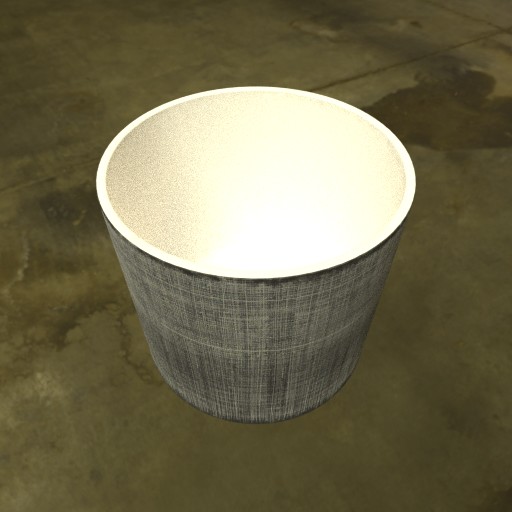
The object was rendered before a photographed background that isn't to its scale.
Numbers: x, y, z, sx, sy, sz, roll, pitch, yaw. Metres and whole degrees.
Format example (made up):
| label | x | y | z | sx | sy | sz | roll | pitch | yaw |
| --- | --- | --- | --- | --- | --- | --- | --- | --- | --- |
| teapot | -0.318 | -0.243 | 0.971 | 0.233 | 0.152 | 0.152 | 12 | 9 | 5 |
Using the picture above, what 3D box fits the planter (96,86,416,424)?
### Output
| label | x | y | z | sx | sy | sz | roll | pitch | yaw |
| --- | --- | --- | --- | --- | --- | --- | --- | --- | --- |
| planter | 0.000 | 0.000 | 0.388 | 0.221 | 0.201 | 0.221 | 0 | 47 | 0 |
